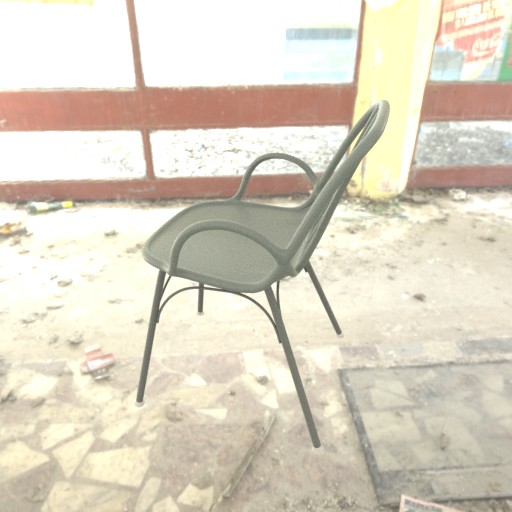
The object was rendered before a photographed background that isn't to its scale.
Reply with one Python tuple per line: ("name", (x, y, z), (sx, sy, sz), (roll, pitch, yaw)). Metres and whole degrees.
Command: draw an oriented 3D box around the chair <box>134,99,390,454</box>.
("chair", (0.000, 0.000, 1.211), (0.597, 0.816, 0.549), (8, 29, 14))
